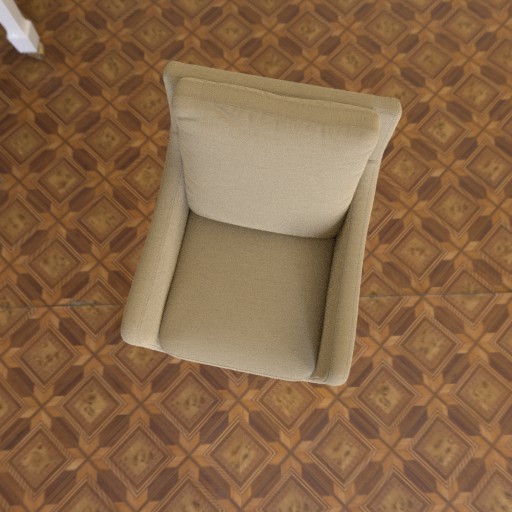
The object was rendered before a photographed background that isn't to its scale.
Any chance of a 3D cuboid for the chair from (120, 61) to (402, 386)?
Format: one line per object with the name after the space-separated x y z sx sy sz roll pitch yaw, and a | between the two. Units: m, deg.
0.000 0.000 1.370 0.626 0.914 0.694 11 75 3 | chair
